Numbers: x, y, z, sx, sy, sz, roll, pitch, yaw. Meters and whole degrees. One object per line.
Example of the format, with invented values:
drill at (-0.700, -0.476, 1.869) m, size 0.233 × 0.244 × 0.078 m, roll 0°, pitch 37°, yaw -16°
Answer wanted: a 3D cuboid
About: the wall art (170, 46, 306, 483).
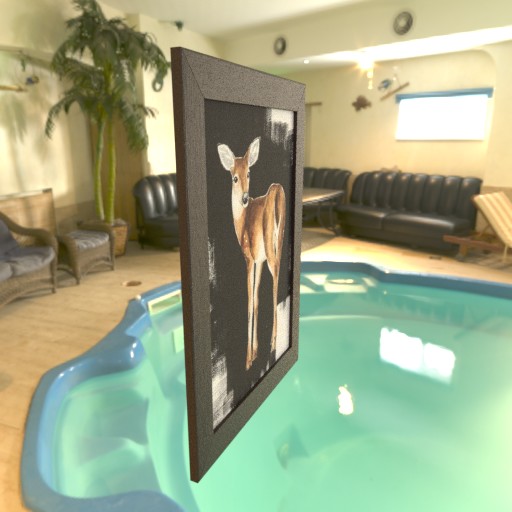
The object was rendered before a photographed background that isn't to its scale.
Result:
wall art at (0.000, 0.000, 0.652) m, size 0.013 × 0.508 × 0.359 m, roll 7°, pitch 17°, yaw 25°
